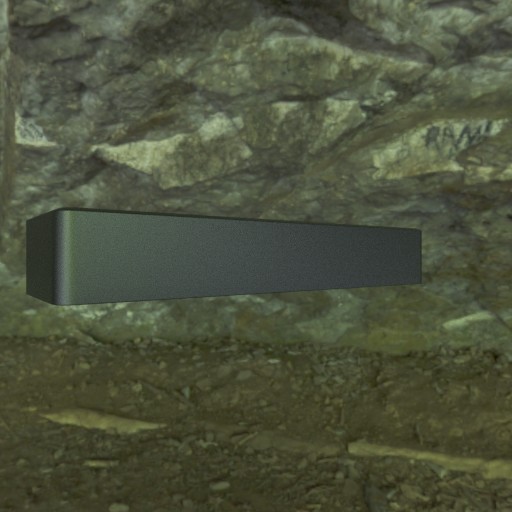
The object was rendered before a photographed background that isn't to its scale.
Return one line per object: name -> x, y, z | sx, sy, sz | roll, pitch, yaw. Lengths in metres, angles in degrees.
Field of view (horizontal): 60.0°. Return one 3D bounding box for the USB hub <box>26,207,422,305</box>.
USB hub -> 0.000, 0.000, 0.161 | 0.145, 0.023, 0.044 | 0, 0, -36
